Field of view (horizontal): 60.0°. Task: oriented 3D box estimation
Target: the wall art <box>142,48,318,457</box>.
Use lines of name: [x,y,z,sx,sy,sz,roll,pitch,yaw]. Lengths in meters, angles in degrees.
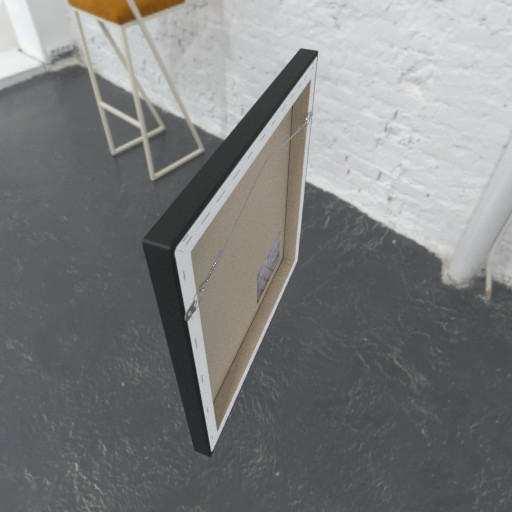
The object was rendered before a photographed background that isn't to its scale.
wall art: [0.000,0.000,0.909,0.043,0.611,0.610,15,47,15]
